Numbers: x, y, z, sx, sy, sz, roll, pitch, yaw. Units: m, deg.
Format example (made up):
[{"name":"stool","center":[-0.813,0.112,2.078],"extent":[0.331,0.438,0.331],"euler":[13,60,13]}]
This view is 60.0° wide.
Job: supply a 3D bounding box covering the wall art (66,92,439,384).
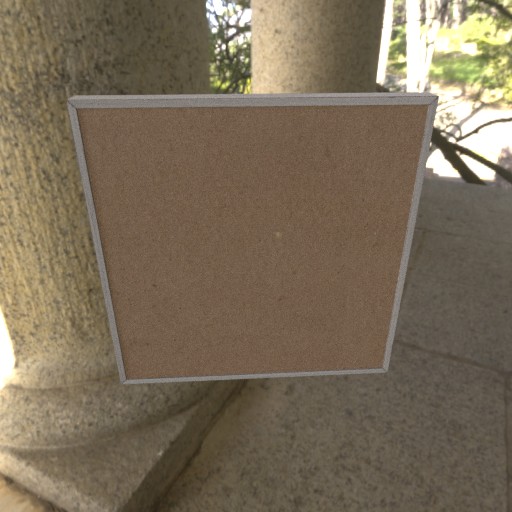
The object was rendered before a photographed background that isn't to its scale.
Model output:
[{"name":"wall art","center":[0.000,0.000,0.739],"extent":[0.508,0.508,0.038],"euler":[-2,28,-3]}]
